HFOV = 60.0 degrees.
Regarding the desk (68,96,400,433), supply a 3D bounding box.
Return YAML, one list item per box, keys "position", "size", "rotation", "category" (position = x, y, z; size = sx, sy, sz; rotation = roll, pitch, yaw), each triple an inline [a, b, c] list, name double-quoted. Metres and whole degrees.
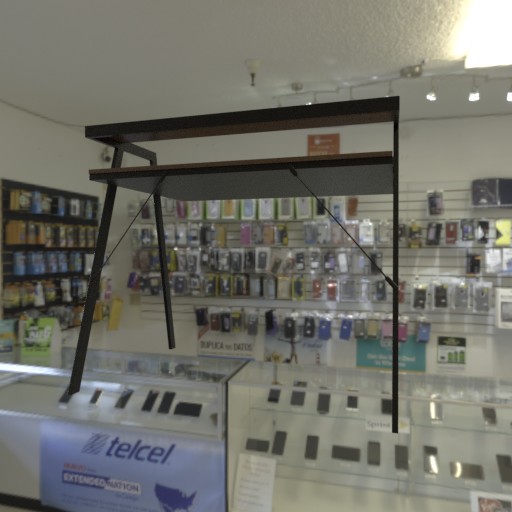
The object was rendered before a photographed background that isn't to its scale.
- position: [0.000, 0.000, 1.878]
  size: [1.143, 0.998, 0.936]
  rotation: [0, 1, 17]
  category: "desk"
